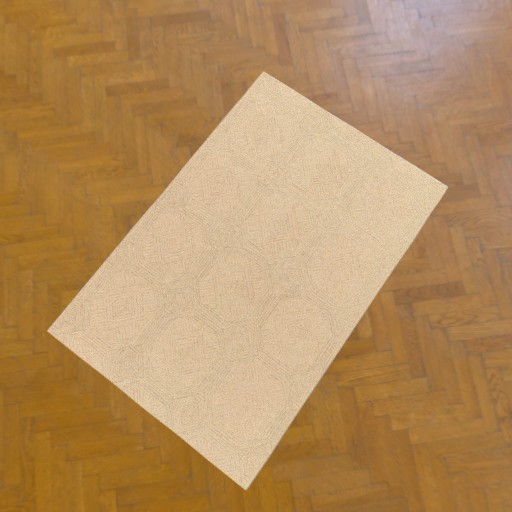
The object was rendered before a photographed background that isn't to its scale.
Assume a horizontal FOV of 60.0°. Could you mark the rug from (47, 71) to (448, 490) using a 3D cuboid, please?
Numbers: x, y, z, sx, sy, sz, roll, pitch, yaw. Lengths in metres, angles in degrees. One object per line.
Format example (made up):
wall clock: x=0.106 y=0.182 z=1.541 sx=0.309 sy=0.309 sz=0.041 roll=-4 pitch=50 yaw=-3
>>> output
rug: x=0.000 y=0.000 z=2.291 sx=1.236 sy=0.009 sz=1.839 roll=35 pitch=78 yaw=8
